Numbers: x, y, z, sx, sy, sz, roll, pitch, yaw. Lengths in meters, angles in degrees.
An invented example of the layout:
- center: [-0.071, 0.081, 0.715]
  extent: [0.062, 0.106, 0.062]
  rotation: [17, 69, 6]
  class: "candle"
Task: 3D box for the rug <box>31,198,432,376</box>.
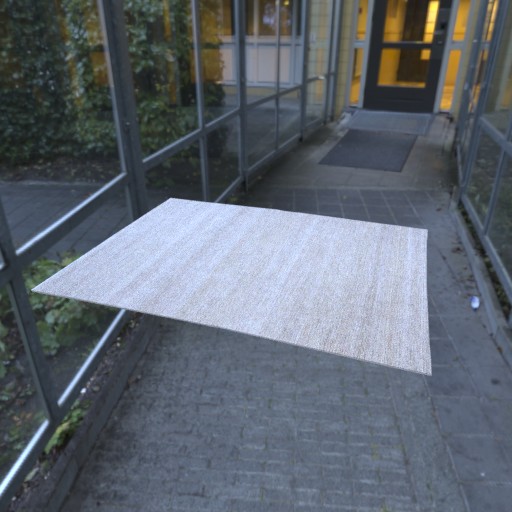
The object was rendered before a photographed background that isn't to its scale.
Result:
- center: [0.000, 0.000, 4.366]
  extent: [3.245, 0.046, 2.467]
  rotation: [9, 28, 17]
  class: "rug"
